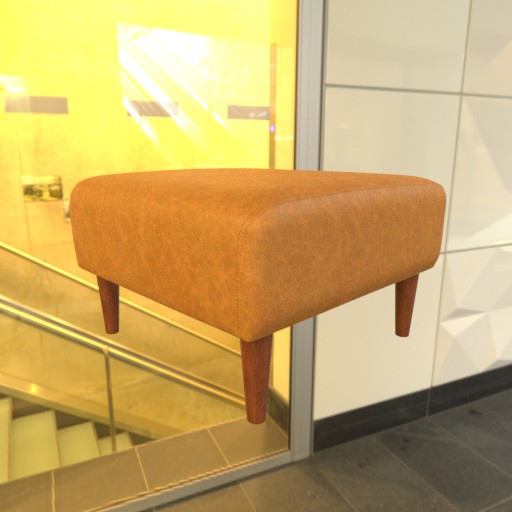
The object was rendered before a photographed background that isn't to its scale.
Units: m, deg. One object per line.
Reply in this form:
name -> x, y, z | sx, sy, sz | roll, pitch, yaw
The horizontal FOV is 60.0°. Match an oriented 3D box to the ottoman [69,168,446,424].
ottoman -> 0.000, 0.000, 1.063 | 0.650, 0.399, 0.650 | -13, 19, -43
